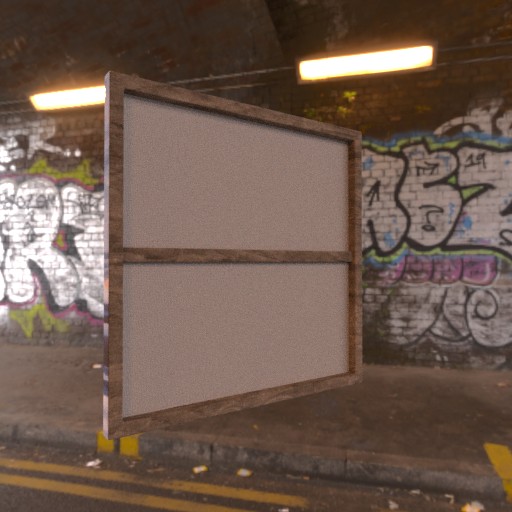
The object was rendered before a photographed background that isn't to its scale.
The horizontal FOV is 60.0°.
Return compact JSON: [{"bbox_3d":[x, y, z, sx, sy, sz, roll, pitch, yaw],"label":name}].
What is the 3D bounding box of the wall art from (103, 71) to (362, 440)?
[{"bbox_3d":[0.000,0.000,1.119,0.747,0.747,0.035,1,-1,-35],"label":"wall art"}]
